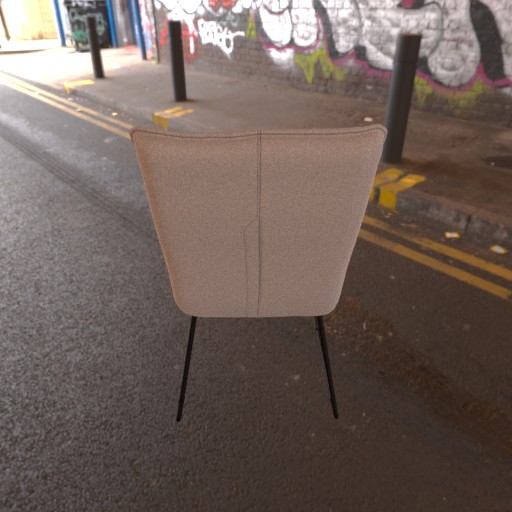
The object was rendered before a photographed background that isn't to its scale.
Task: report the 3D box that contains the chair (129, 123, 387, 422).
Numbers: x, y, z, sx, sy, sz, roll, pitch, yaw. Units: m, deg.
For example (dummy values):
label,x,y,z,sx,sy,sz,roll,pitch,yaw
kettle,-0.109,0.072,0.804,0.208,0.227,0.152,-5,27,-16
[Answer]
label,x,y,z,sx,sy,sz,roll,pitch,yaw
chair,0.000,0.000,1.345,0.515,0.930,0.688,-1,30,-1
